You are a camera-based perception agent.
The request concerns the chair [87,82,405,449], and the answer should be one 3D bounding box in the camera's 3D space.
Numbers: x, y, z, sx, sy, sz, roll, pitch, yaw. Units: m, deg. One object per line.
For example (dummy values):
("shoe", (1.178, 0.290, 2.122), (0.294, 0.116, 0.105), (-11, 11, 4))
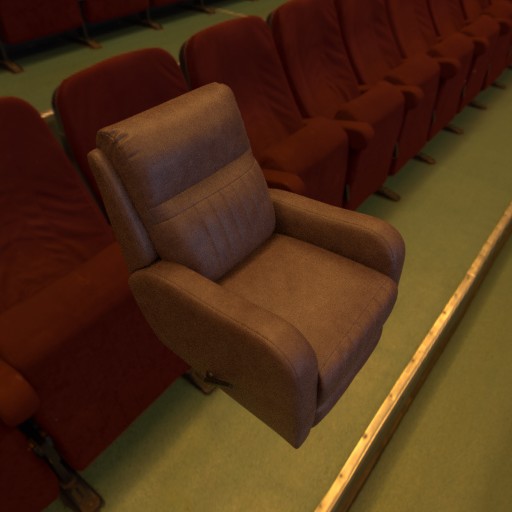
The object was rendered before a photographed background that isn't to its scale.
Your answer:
("chair", (0.000, 0.000, 1.817), (1.067, 1.067, 0.865), (28, 49, 27))
